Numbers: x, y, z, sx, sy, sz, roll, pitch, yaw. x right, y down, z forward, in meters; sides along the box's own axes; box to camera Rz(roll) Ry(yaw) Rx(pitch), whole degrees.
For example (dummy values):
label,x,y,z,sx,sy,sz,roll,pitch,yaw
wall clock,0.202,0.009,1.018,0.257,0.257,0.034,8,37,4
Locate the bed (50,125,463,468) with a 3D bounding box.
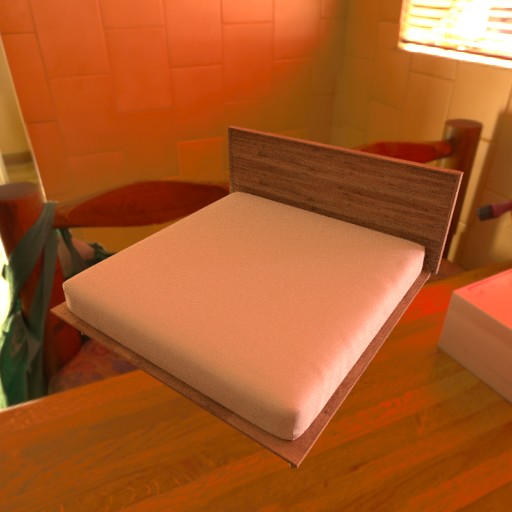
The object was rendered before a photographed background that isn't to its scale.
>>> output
label,x,y,z,sx,sy,sz,roll,pitch,yaw
bed,0.000,0.000,3.245,2.116,1.100,2.167,21,37,30
